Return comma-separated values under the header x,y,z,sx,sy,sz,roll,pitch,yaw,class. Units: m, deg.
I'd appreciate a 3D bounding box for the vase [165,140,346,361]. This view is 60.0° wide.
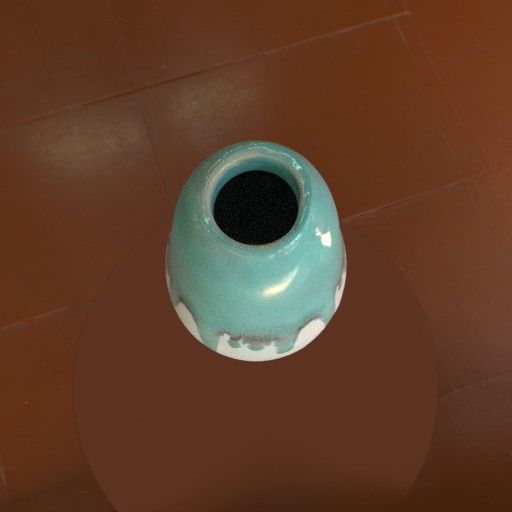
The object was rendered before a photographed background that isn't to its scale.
x,y,z,sx,sy,sz,roll,pitch,yaw,class
0.000,0.000,0.254,0.116,0.179,0.116,0,76,0,vase
